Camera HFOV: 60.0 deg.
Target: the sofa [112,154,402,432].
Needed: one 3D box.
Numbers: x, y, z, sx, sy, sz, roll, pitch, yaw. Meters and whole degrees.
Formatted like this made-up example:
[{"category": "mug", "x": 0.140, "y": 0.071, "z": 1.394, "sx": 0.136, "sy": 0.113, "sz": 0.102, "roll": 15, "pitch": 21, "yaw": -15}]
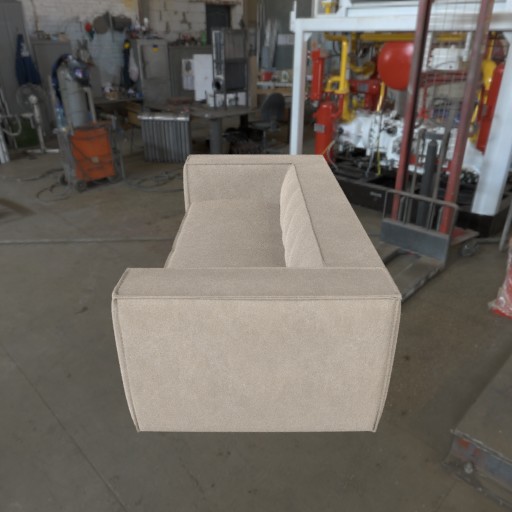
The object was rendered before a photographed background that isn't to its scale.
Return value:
[{"category": "sofa", "x": 0.000, "y": 0.000, "z": 2.487, "sx": 1.038, "sy": 0.680, "sz": 1.995, "roll": 0, "pitch": 26, "yaw": 0}]
